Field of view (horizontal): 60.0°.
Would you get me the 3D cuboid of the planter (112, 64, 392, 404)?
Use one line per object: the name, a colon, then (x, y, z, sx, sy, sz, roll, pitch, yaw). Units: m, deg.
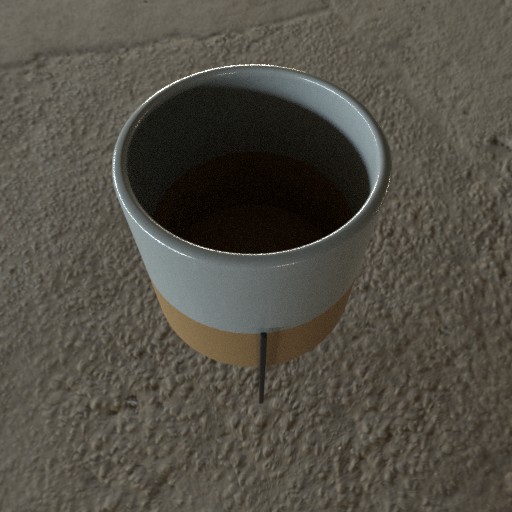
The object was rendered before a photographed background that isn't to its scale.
planter: (0.000, 0.000, 0.657, 0.310, 0.432, 0.310, -17, 59, -10)
